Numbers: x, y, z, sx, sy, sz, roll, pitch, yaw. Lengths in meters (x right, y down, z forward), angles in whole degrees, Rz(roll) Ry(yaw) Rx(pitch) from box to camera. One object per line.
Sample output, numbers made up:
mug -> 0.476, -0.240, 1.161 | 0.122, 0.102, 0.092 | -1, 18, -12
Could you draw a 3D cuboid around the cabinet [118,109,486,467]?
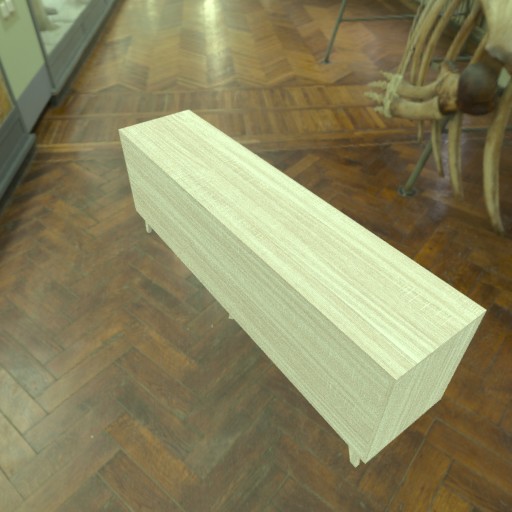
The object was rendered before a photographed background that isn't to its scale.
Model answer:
cabinet -> 0.000, 0.000, 2.448 | 0.500, 0.780, 2.200 | -26, 48, -26
